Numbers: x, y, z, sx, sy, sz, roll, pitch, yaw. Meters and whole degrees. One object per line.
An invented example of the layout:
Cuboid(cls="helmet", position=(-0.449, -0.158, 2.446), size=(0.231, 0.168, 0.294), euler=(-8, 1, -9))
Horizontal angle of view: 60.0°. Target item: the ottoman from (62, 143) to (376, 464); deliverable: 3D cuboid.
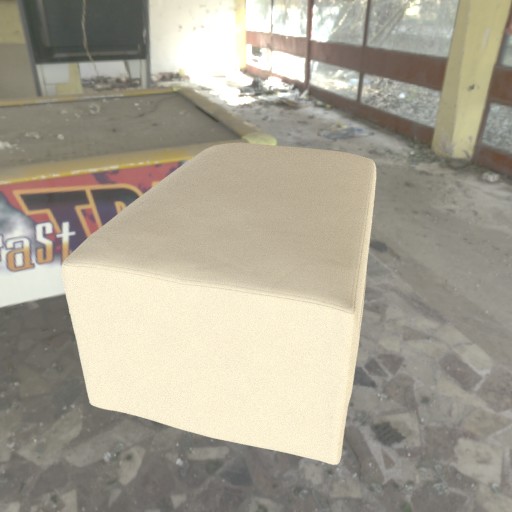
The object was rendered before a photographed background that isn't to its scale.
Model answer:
Cuboid(cls="ottoman", position=(0.000, 0.000, 1.203), size=(0.590, 0.444, 0.872), euler=(8, 30, 13))
